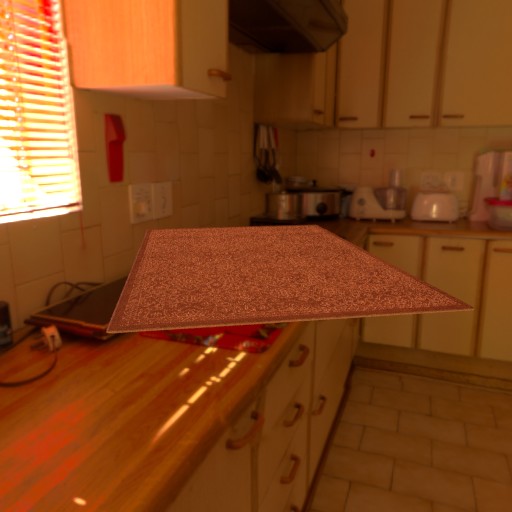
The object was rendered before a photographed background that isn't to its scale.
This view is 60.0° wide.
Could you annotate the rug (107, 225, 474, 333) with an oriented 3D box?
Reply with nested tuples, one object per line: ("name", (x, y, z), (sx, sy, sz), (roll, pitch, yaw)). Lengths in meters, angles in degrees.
("rug", (0.000, 0.000, 2.299), (1.219, 0.010, 1.829), (-2, 13, -9))
